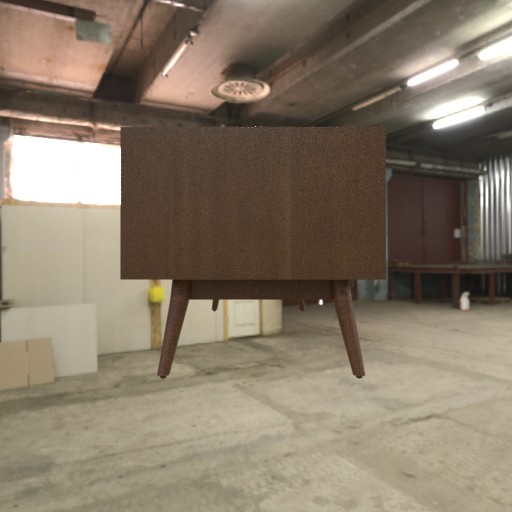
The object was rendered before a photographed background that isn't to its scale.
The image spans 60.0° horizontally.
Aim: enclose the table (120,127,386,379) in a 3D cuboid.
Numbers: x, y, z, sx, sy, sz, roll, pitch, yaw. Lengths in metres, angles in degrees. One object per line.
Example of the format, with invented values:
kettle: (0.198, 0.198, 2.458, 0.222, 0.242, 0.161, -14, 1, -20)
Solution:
table: (0.000, 0.000, 1.360, 0.490, 0.464, 1.119, 0, 0, 0)
